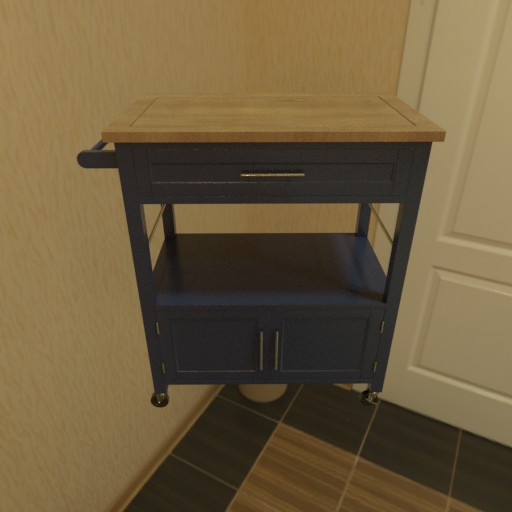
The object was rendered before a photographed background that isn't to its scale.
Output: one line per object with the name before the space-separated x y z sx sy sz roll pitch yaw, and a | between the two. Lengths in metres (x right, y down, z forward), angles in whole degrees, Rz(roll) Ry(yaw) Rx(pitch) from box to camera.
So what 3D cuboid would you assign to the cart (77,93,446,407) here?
cart | 0.000 0.000 1.400 0.840 0.901 0.459 0 30 0
